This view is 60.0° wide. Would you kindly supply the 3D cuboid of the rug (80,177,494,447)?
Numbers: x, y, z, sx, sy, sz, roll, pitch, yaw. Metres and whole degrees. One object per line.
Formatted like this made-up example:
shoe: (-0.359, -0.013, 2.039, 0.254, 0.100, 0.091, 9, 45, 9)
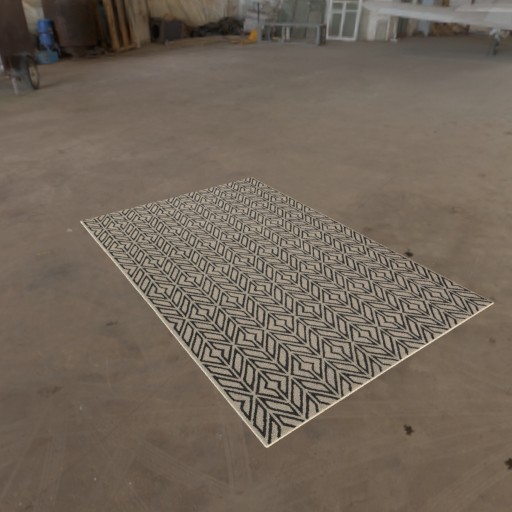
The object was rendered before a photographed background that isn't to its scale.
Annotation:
rug: (0.000, 0.000, 2.248, 1.220, 0.007, 1.828, -20, 36, -30)
